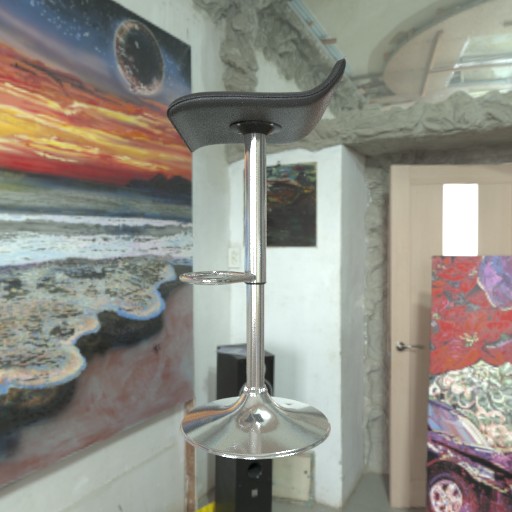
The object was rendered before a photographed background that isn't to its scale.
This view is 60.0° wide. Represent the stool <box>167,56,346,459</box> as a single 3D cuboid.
[{"bbox_3d":[0.000,0.000,1.117,0.381,0.851,0.381,0,1,0],"label":"stool"}]
